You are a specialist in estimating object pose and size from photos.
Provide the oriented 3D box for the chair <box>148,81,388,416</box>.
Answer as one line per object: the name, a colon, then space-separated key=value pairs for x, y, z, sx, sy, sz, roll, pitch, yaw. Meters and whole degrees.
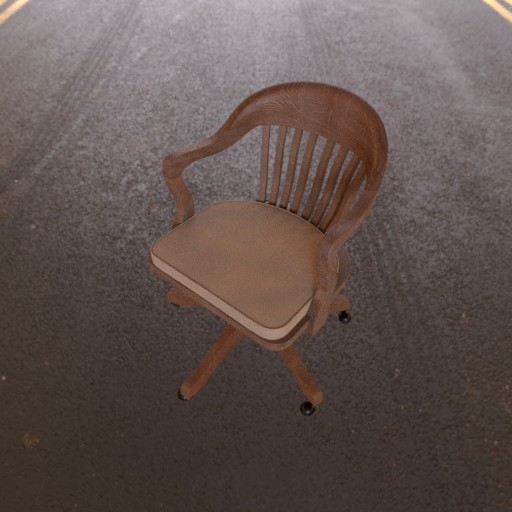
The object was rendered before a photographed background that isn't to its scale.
chair: x=0.000 y=0.000 z=1.459 sx=0.750 sy=0.878 sz=0.788 roll=30 pitch=52 yaw=27
